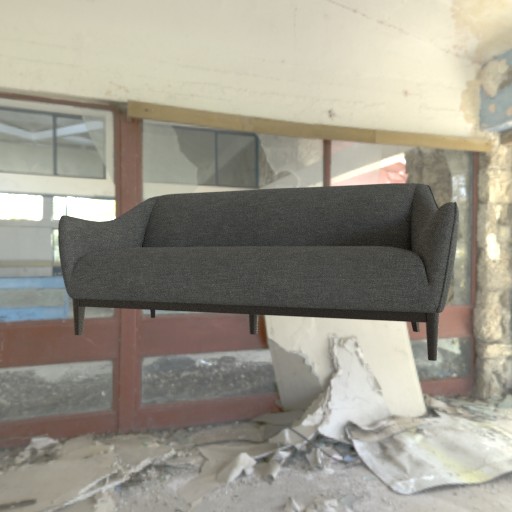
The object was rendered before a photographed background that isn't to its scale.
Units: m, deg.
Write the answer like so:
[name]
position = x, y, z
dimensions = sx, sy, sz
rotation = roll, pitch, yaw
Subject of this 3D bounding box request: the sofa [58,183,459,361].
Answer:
[sofa]
position = 0.000, 0.000, 2.393
dimensions = 1.928, 0.829, 0.867
rotation = 0, 0, 19
